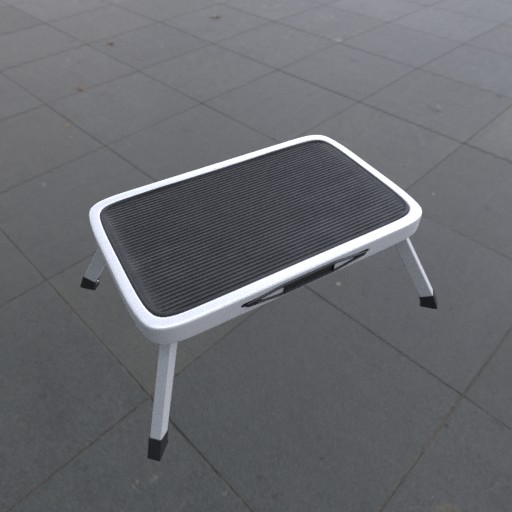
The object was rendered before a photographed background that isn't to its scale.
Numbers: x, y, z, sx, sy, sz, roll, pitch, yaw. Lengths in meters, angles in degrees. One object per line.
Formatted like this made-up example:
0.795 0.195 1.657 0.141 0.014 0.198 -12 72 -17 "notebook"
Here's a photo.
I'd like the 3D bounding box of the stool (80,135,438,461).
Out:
0.000 0.000 0.622 0.460 0.170 0.320 -22 49 -21 "stool"
